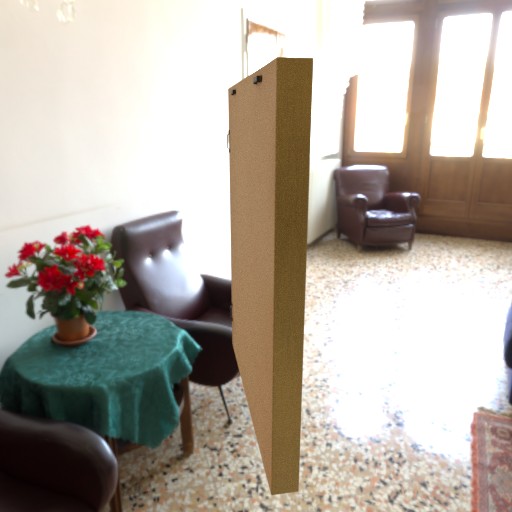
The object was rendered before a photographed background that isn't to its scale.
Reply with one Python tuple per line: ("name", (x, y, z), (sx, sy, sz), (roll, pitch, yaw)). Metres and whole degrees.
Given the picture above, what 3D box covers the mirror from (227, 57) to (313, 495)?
("mirror", (0.000, 0.000, 0.678), (0.041, 0.508, 0.405), (-3, 17, -9))
